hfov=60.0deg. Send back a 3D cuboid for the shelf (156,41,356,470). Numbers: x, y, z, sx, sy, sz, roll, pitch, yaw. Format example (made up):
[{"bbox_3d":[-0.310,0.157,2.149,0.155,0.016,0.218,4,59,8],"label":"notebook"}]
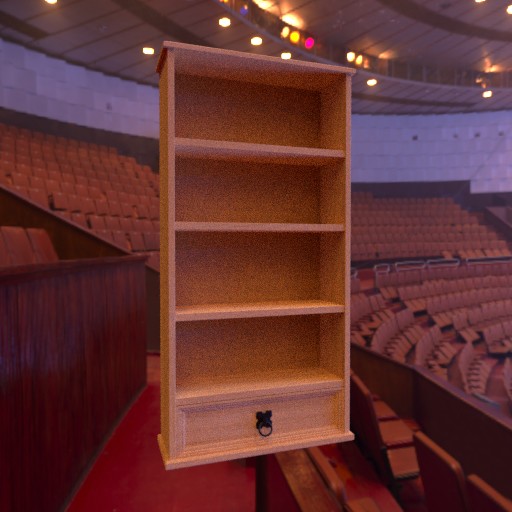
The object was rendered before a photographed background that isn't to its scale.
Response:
[{"bbox_3d":[0.000,0.000,1.224,0.520,1.030,0.175,0,1,-19],"label":"shelf"}]
